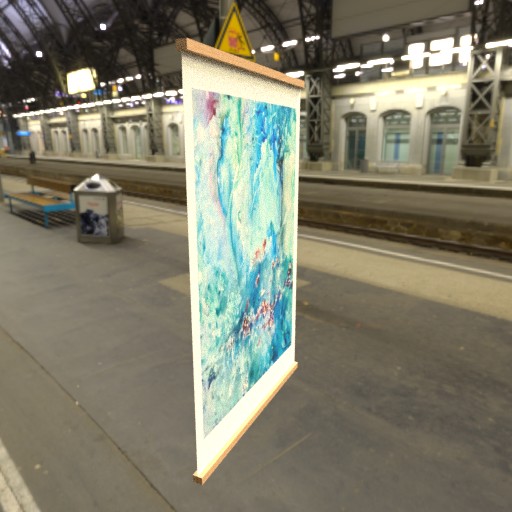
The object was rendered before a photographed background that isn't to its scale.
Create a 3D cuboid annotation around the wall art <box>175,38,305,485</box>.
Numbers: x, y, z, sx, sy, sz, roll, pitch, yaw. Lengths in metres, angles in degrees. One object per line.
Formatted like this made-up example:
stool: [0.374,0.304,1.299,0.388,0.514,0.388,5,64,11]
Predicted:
wall art: [0.000,0.000,1.276,0.027,1.020,0.669,7,16,25]
